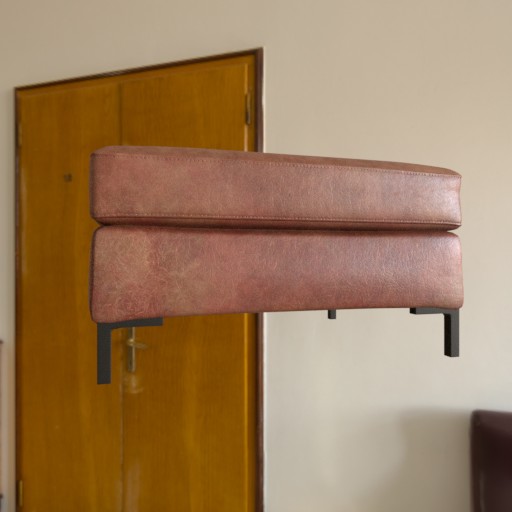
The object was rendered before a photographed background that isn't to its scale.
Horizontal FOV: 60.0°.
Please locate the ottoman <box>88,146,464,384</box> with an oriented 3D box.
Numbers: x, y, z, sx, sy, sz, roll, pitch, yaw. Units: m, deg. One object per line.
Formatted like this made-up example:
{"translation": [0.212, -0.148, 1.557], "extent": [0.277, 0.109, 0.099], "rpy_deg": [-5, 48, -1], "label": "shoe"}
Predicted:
{"translation": [0.000, 0.000, 1.758], "extent": [1.186, 0.667, 0.965], "rpy_deg": [0, 0, -16], "label": "ottoman"}
